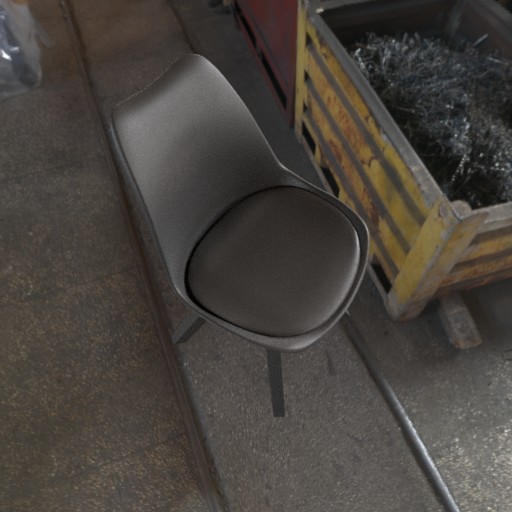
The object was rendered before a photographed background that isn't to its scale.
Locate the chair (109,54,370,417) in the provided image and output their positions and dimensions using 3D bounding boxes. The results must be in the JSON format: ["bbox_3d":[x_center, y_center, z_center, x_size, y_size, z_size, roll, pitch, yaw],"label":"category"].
[{"bbox_3d":[0.000,0.000,1.176,0.550,0.850,0.485,31,62,18],"label":"chair"}]
